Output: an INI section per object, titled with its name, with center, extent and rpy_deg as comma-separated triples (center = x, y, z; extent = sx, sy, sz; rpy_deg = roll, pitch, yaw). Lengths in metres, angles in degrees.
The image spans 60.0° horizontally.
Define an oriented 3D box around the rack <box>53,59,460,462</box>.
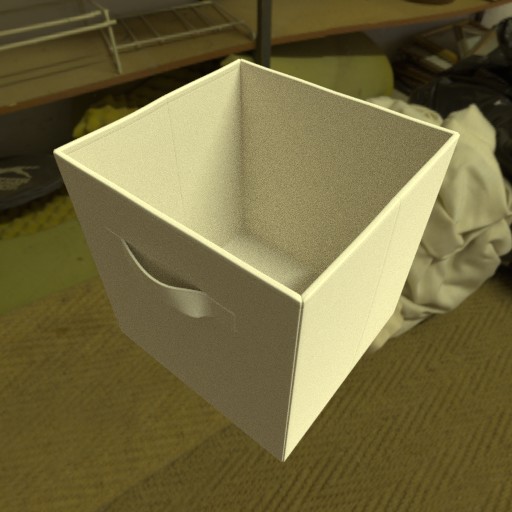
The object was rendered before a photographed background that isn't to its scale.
[rack]
center = 0.000, 0.000, 0.490
extent = 0.270, 0.280, 0.270
rpy_deg = 30, 53, 26
